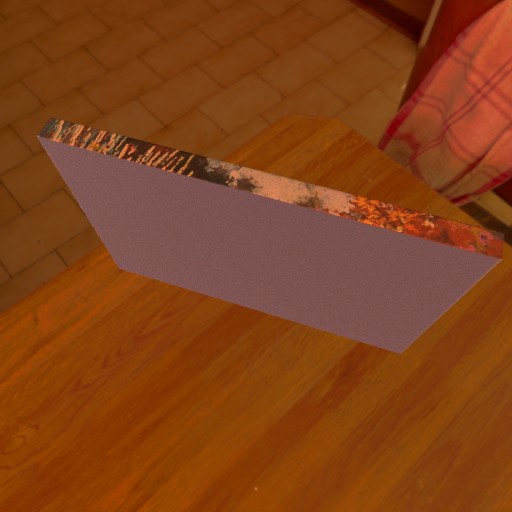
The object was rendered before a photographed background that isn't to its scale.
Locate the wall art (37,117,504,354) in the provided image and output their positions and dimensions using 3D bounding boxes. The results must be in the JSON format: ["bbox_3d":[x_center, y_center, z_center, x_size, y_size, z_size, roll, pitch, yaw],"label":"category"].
[{"bbox_3d":[0.000,0.000,0.743,0.610,0.406,0.037,16,63,8],"label":"wall art"}]
